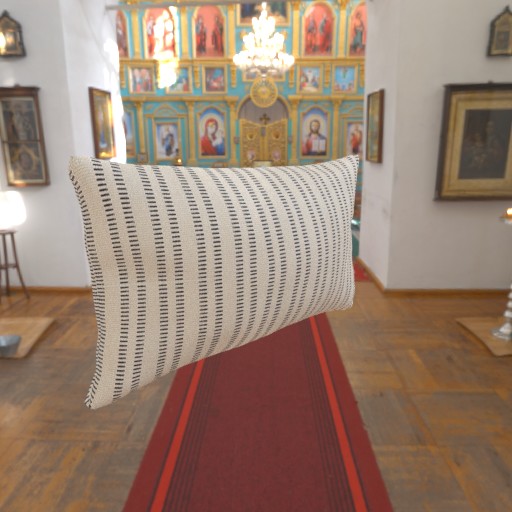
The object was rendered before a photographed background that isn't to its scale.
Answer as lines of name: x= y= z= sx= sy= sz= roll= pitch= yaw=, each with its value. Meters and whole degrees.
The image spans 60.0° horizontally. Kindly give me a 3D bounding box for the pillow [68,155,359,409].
pillow: x=0.000 y=0.000 z=0.795 sx=0.640 sy=0.353 sz=0.210 roll=-12 pitch=18 yaw=-42
